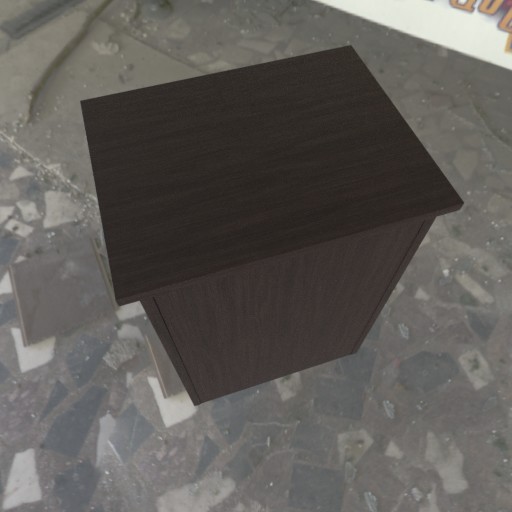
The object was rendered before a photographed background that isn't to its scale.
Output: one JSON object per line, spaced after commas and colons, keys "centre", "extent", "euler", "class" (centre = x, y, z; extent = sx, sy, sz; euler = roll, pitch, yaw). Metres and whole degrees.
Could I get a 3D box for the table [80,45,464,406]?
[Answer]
{"centre": [0.000, 0.000, 0.936], "extent": [0.480, 0.635, 0.381], "euler": [-16, 60, -9], "class": "table"}
